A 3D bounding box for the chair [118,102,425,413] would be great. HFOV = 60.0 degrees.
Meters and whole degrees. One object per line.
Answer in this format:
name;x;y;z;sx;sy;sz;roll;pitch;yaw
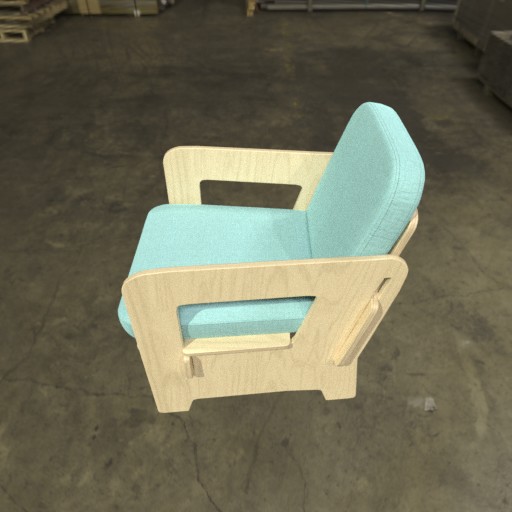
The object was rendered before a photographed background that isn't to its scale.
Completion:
chair;0.000;0.000;1.285;0.710;0.800;0.590;0;41;0
